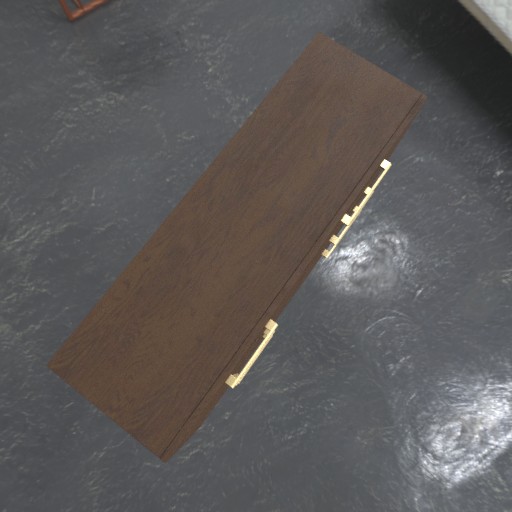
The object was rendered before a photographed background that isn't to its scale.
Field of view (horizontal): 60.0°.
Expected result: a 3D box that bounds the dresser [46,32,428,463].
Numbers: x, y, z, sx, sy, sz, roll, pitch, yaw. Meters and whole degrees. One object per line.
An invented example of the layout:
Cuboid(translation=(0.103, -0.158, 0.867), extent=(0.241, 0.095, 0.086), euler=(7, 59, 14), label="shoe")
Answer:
Cuboid(translation=(0.000, 0.000, 1.925), extent=(0.512, 0.889, 1.523), euler=(35, 78, 8), label="dresser")
